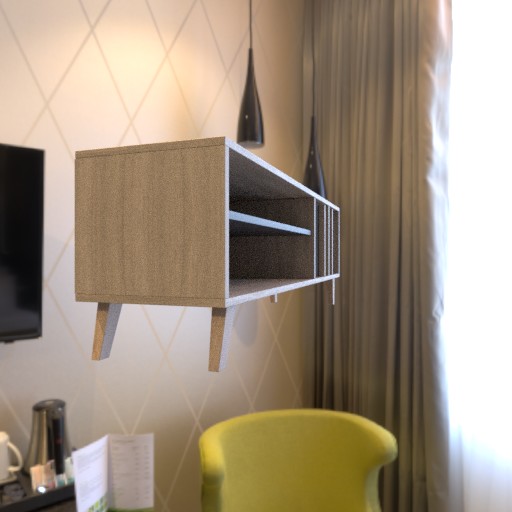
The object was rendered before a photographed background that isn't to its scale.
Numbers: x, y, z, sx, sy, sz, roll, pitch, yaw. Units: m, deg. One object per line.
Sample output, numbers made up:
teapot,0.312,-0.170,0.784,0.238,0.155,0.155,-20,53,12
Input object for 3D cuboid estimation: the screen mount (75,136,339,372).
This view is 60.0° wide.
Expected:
screen mount,0.000,0.000,1.712,0.401,0.509,1.500,0,0,20
